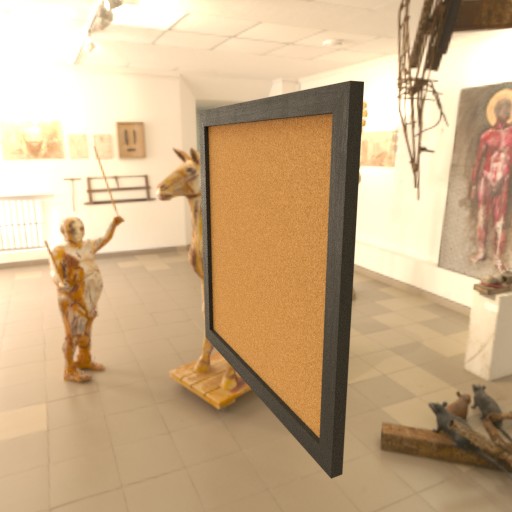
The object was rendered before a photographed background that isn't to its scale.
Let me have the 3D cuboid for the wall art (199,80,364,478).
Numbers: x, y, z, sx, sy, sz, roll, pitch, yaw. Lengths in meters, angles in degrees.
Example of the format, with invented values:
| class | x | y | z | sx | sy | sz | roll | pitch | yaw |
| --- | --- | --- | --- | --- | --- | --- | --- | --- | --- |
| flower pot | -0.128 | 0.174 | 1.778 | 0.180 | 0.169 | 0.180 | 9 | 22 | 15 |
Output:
| class | x | y | z | sx | sy | sz | roll | pitch | yaw |
| --- | --- | --- | --- | --- | --- | --- | --- | --- | --- |
| wall art | 0.000 | 0.000 | 1.533 | 0.038 | 1.016 | 1.016 | -7 | 16 | -25 |
